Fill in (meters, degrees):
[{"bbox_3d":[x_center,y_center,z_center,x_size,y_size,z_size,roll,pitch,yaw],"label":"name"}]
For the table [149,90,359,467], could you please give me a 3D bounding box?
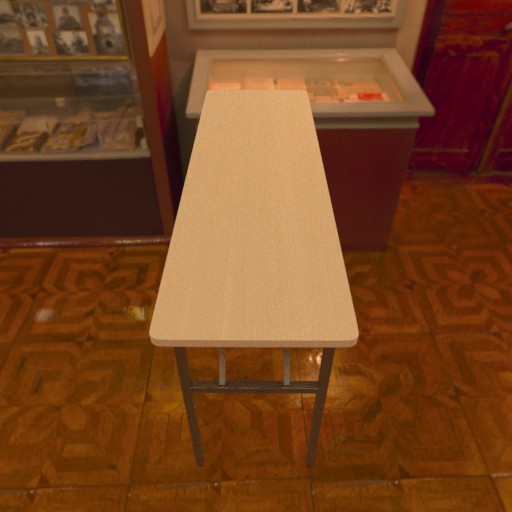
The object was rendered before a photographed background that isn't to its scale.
[{"bbox_3d":[0.000,0.000,1.694,0.446,0.750,1.397,0,41,0],"label":"table"}]
